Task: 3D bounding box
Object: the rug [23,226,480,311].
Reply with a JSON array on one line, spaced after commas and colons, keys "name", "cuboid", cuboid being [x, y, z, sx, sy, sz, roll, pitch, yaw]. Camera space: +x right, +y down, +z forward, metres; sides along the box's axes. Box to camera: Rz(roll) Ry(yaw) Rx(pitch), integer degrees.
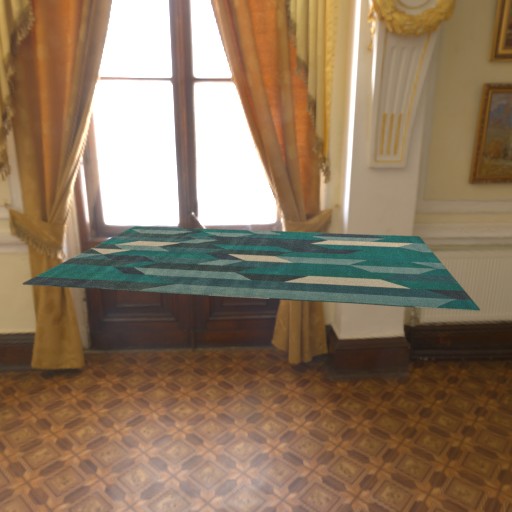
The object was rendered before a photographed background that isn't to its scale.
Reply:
[{"name": "rug", "cuboid": [0.000, 0.000, 3.024, 2.420, 0.005, 1.528, 3, 16, 9]}]
